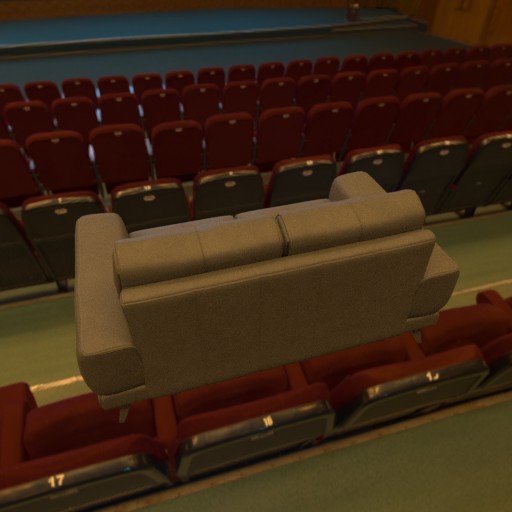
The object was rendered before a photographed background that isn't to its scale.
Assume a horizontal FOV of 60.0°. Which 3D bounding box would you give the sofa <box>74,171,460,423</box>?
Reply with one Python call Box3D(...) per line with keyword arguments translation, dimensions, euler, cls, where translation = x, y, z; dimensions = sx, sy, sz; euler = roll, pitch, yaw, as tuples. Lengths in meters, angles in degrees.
Box3D(translation=(0.000, 0.000, 2.332), dimensions=(1.806, 0.907, 1.018), euler=(-11, 41, -13), cls="sofa")
